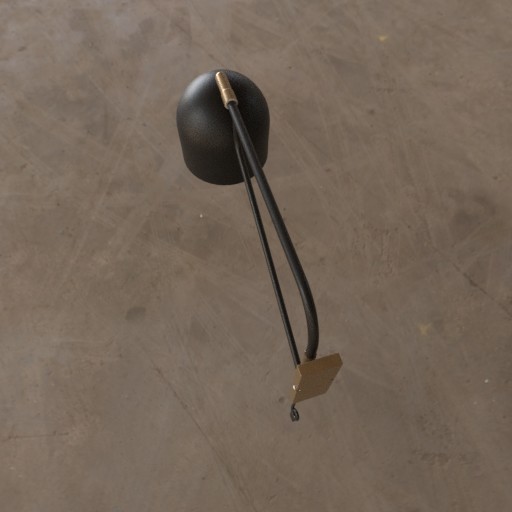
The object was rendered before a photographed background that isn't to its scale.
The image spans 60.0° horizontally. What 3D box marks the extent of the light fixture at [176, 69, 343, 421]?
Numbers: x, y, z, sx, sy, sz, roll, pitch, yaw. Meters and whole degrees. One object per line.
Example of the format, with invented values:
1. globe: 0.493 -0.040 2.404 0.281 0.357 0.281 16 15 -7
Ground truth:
1. light fixture: 0.000 0.000 1.085 0.215 0.696 0.720 -15 61 -9
